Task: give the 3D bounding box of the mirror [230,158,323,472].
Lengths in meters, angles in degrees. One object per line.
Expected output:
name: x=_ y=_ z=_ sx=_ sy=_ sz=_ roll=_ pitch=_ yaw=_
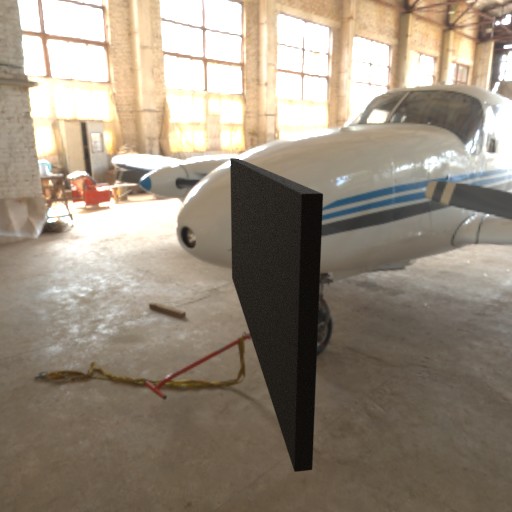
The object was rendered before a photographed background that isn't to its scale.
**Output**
mirror: x=0.000 y=0.000 z=1.773 sx=0.047 sy=0.692 sz=1.584 roll=-2 pitch=15 yaw=-8
